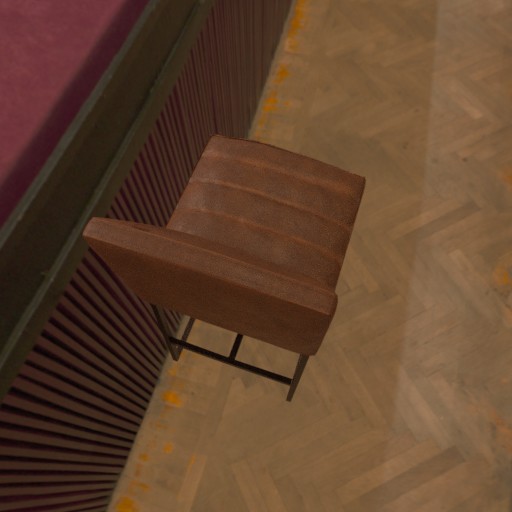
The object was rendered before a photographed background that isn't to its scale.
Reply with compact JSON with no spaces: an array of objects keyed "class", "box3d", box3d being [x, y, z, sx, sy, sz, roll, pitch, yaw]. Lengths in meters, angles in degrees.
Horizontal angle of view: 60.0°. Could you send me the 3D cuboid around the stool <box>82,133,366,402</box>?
[{"class":"stool","box3d":[0.000,0.000,1.233,0.463,0.942,0.562,17,65,8]}]
